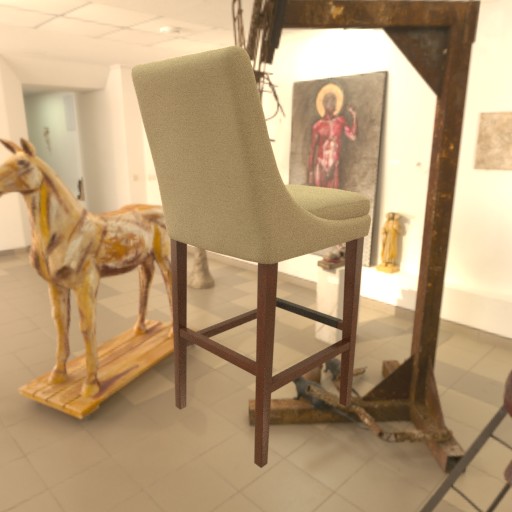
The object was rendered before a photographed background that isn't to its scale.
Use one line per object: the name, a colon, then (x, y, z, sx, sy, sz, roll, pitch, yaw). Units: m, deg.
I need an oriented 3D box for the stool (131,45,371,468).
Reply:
stool: (0.000, 0.000, 1.361, 0.577, 1.078, 0.470, -15, 21, -43)
